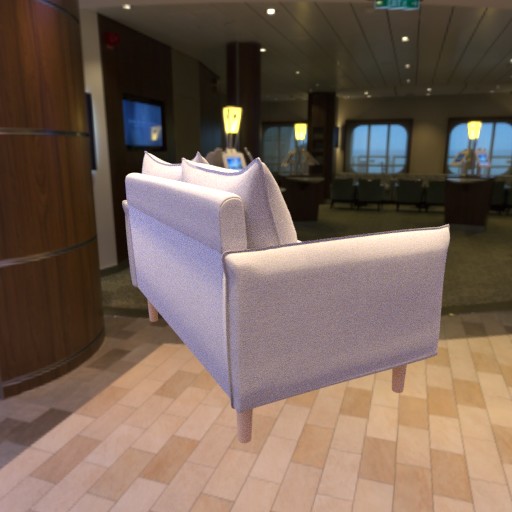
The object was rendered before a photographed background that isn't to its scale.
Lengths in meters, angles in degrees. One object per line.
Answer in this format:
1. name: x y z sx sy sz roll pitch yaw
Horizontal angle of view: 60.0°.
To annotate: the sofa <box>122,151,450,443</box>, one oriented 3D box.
1. sofa: 0.000 0.000 1.829 0.820 0.840 1.300 -7 15 -26
